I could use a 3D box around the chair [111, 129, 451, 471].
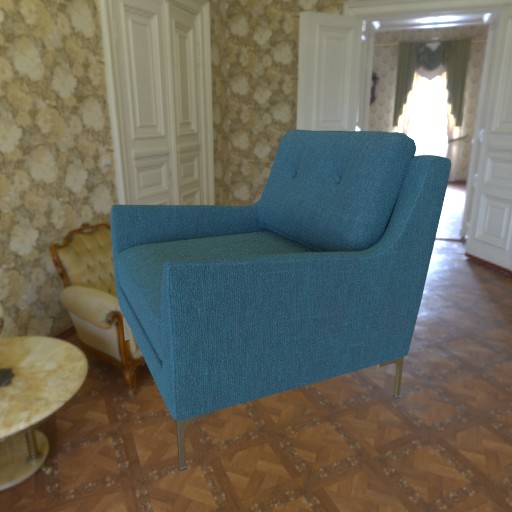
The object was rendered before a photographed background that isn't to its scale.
[{"bbox_3d":[0.000,0.000,1.524,0.849,0.828,0.847,-8,18,-25],"label":"chair"}]
